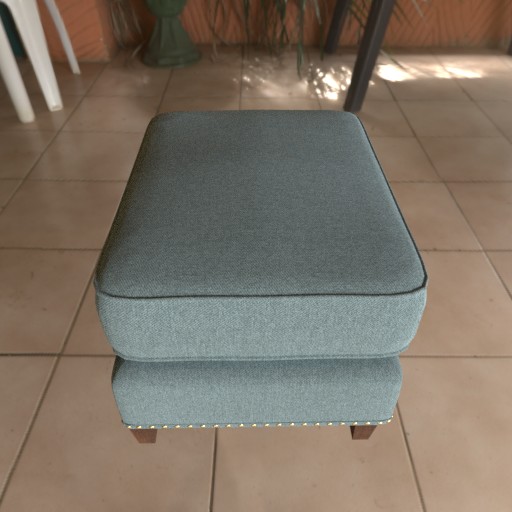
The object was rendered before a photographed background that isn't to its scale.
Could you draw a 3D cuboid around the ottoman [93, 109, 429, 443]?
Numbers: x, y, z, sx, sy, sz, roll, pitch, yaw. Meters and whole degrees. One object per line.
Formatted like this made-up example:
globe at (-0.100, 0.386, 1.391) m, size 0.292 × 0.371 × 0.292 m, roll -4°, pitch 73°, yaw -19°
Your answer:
ottoman at (0.000, 0.000, 1.104) m, size 0.589 × 0.537 × 0.738 m, roll -1°, pitch 42°, yaw -1°
